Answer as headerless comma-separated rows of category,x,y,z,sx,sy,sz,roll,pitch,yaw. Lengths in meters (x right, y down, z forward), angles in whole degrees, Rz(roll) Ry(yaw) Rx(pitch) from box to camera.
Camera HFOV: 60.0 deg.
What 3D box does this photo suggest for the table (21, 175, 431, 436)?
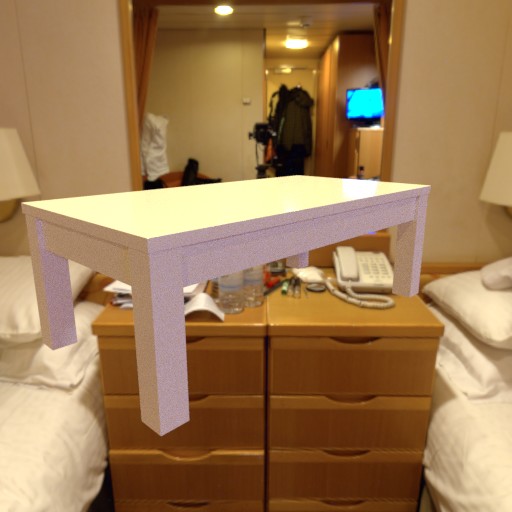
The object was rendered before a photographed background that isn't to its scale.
table,0.000,0.000,1.654,0.700,0.470,1.350,14,21,42
